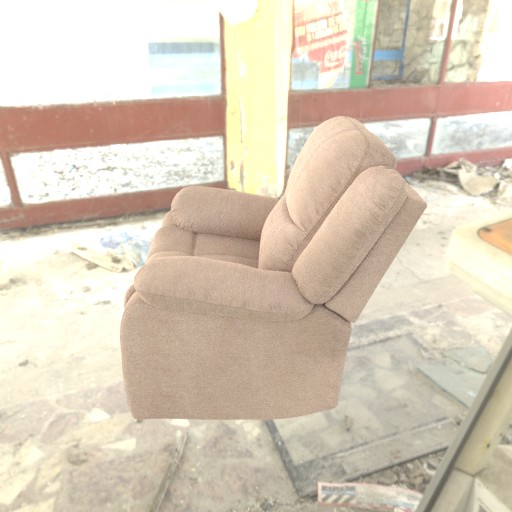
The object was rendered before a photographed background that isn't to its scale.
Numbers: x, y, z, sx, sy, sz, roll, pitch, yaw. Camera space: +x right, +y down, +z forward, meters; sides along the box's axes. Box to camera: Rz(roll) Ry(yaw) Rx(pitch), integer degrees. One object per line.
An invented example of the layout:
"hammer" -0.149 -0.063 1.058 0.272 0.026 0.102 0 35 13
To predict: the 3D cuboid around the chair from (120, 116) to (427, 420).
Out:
"chair" 0.000 0.000 1.722 0.944 1.008 0.899 0 27 0
